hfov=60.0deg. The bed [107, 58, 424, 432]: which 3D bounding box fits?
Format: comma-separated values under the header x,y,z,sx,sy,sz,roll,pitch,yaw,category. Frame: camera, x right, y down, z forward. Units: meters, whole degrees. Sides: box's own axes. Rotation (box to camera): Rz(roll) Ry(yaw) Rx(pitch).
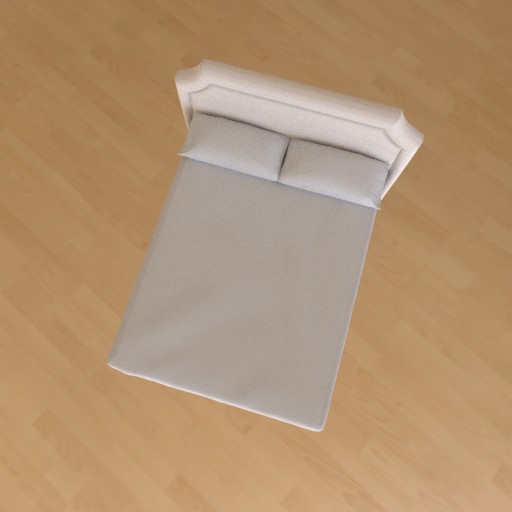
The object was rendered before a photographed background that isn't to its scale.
x,y,z,sx,sy,sz,roll,pitch,yaw,category
0.000,0.000,3.307,1.828,1.297,2.164,16,76,4,bed
